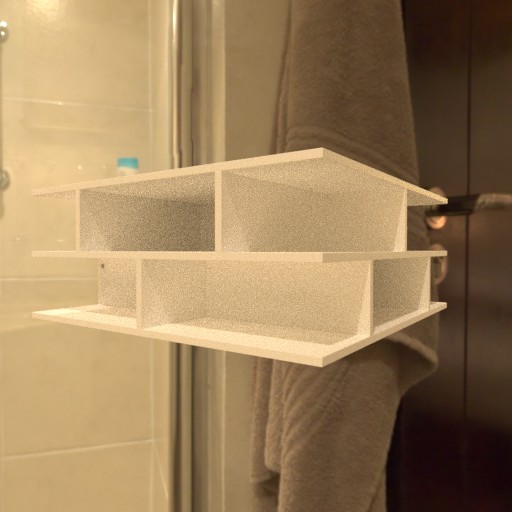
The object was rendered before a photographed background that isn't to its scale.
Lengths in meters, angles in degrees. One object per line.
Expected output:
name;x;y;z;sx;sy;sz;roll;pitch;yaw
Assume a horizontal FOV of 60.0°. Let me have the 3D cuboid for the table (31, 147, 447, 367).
table;0.000;0.000;1.047;0.700;0.289;0.700;1;1;35
